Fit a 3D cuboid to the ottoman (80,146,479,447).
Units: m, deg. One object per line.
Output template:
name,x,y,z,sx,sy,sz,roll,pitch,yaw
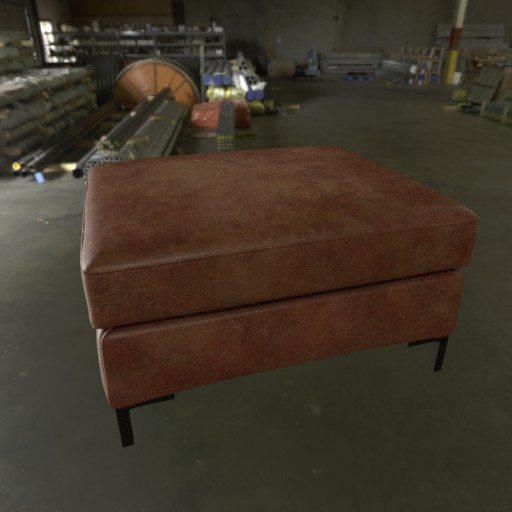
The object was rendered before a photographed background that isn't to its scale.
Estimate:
ottoman,0.000,0.000,1.727,1.186,0.667,0.965,-8,28,-16
